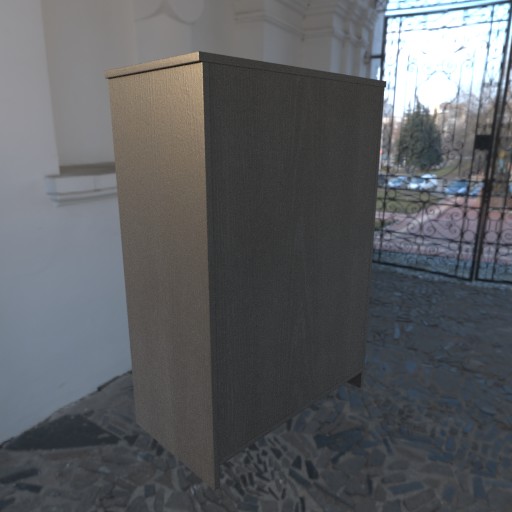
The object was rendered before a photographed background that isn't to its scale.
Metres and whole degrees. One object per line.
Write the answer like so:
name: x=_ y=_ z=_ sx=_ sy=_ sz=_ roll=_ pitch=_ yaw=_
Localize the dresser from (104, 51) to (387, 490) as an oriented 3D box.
dresser: x=0.000 y=0.000 z=1.350 sx=0.700 sy=1.020 sz=0.398 roll=-15 pitch=21 yaw=-43
